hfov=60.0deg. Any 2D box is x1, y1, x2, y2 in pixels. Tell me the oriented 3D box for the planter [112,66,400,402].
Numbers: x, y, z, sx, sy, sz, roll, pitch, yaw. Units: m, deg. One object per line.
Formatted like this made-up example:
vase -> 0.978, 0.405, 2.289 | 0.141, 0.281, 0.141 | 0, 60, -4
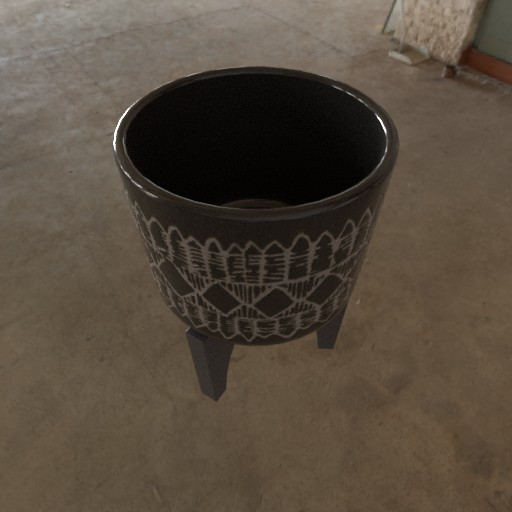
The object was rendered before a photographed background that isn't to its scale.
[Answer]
planter -> 0.000, 0.000, 0.403 | 0.196, 0.264, 0.196 | 3, 46, 3
